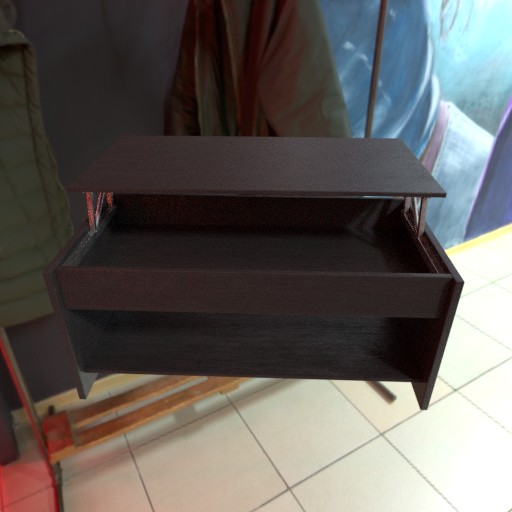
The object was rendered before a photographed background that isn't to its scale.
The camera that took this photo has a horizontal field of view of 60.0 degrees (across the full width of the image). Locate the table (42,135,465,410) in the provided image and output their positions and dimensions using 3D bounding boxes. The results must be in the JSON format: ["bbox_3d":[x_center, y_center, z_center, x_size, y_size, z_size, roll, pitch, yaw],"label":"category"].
[{"bbox_3d":[0.000,0.000,1.429,1.000,0.570,0.712,1,31,2],"label":"table"}]
